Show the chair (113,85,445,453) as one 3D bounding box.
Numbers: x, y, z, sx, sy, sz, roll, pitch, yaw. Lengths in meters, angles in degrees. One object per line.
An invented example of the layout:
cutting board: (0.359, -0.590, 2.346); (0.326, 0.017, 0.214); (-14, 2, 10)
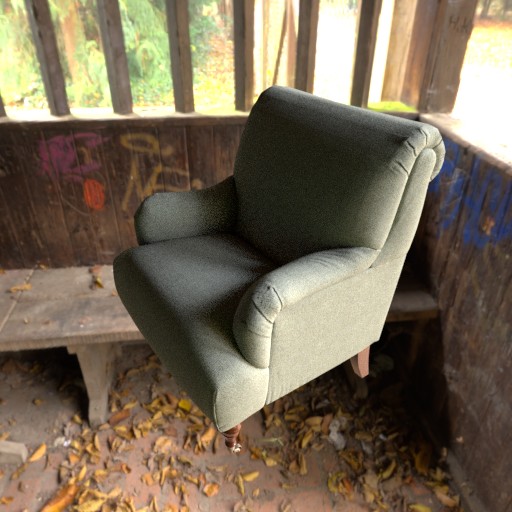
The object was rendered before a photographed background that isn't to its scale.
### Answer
chair: (0.000, 0.000, 1.906); (1.060, 1.178, 0.964); (-21, 37, -29)
